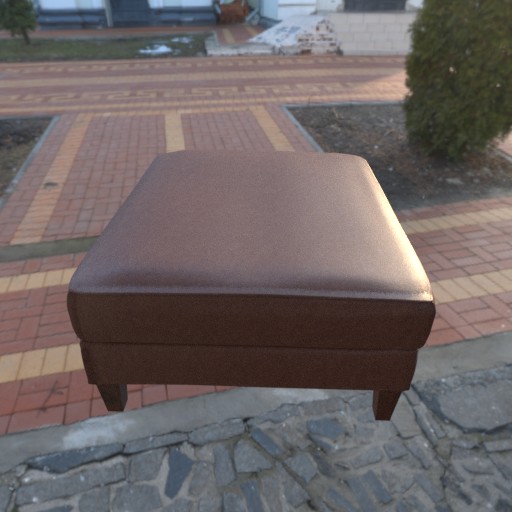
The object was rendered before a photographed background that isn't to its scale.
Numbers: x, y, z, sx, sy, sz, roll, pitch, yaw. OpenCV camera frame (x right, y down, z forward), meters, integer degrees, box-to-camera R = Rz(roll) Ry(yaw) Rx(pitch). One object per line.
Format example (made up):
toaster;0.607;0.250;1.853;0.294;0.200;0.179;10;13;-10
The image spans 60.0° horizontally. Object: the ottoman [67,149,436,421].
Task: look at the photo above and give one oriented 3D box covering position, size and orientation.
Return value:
ottoman;0.000;0.000;1.456;0.836;0.472;0.987;1;31;2
